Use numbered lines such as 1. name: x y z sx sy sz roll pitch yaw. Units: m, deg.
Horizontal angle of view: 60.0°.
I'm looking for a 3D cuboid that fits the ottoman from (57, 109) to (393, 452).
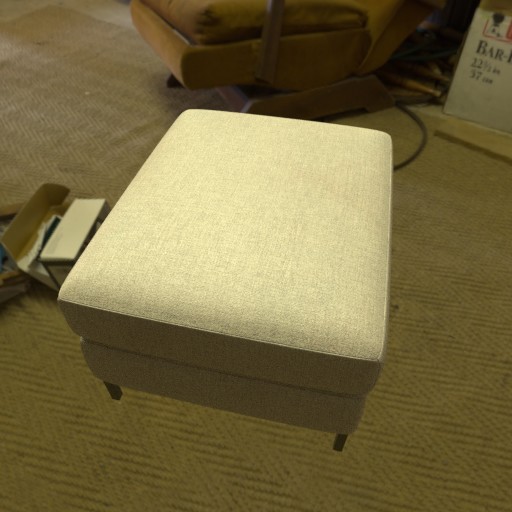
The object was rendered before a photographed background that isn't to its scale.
1. ottoman: 0.000 0.000 1.231 0.671 0.490 0.820 10 47 9
